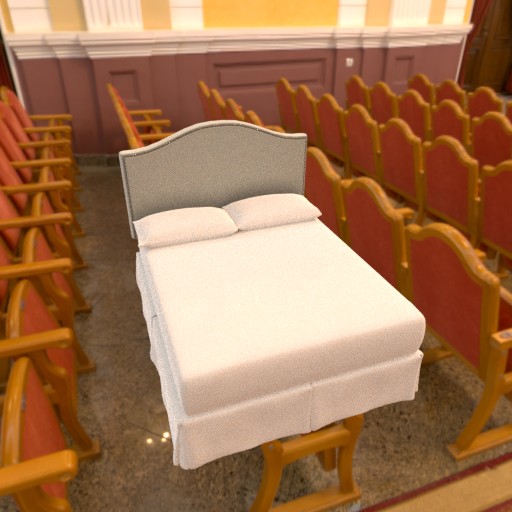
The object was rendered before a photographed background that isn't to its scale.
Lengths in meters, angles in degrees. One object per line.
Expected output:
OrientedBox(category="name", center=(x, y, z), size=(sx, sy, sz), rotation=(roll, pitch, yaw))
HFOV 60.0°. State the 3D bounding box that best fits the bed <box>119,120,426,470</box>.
OrientedBox(category="bed", center=(0.000, 0.000, 3.453), size=(1.813, 1.607, 2.180), rotation=(-10, 32, -17))
